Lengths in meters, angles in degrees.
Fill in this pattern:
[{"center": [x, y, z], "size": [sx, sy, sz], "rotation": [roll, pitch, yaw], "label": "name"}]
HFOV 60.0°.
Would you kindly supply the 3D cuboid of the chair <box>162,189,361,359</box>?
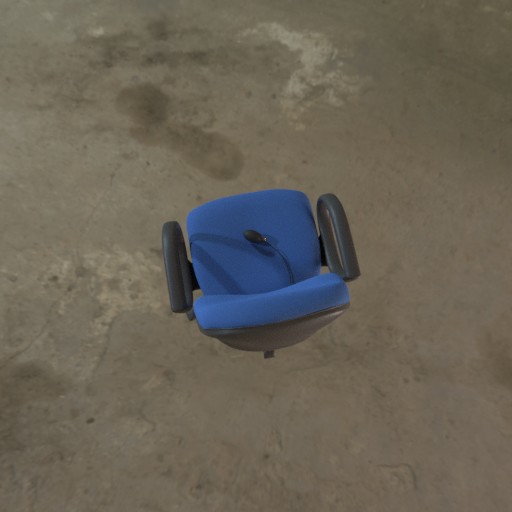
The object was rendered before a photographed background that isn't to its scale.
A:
[{"center": [0.000, 0.000, 1.255], "size": [0.552, 0.905, 0.549], "rotation": [-10, 75, -3], "label": "chair"}]
